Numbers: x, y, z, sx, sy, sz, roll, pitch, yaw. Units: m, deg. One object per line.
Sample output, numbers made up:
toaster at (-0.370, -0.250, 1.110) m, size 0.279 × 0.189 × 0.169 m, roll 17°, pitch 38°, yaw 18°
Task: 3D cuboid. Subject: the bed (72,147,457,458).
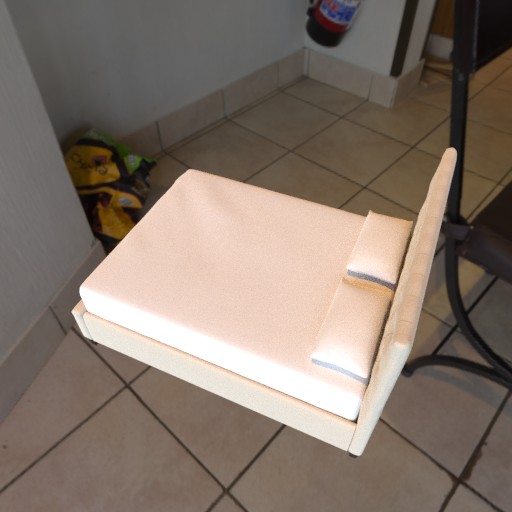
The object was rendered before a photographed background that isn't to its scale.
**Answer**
bed at (0.000, 0.000, 3.254) m, size 2.233 × 1.426 × 1.696 m, roll 18°, pitch 49°, yaw 16°
